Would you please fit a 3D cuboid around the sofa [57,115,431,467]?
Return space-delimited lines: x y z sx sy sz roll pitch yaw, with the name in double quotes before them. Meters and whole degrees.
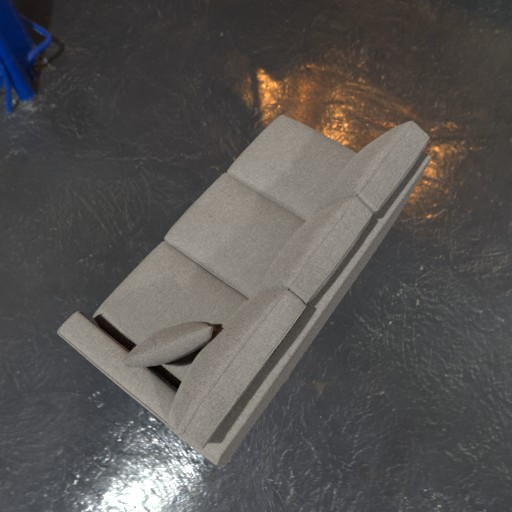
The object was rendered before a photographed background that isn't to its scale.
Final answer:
"sofa" 0.000 0.000 2.520 1.034 0.946 1.963 34 68 15
